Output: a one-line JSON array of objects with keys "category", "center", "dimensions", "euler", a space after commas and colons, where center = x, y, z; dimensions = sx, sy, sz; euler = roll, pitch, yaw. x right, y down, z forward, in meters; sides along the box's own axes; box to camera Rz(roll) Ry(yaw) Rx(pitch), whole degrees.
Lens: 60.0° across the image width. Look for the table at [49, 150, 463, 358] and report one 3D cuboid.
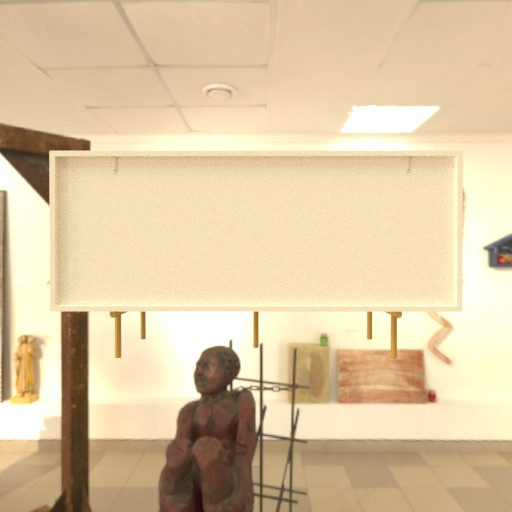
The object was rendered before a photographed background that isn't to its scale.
[{"category": "table", "center": [0.000, 0.000, 1.864], "dimensions": [1.500, 0.769, 0.508], "euler": [0, 0, 0]}]
